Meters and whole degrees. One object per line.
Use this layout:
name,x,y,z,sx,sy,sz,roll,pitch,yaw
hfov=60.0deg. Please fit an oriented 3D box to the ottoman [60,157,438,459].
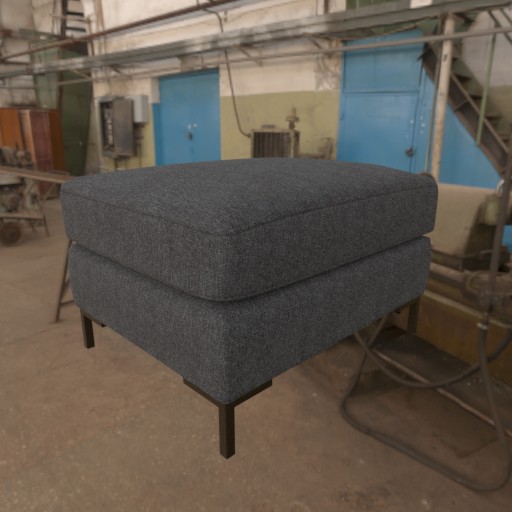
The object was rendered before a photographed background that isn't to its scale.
ottoman,0.000,0.000,1.283,0.831,0.533,0.695,-16,23,-42
